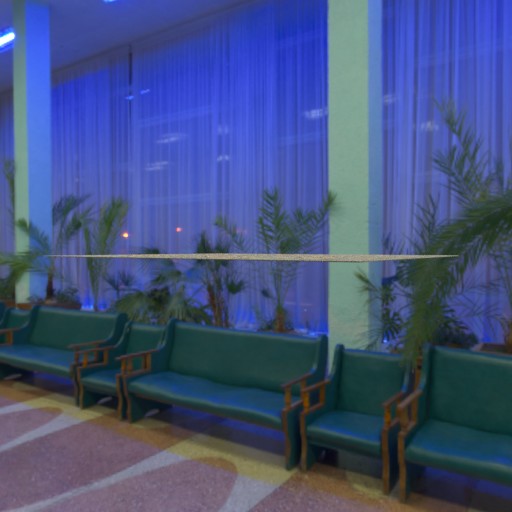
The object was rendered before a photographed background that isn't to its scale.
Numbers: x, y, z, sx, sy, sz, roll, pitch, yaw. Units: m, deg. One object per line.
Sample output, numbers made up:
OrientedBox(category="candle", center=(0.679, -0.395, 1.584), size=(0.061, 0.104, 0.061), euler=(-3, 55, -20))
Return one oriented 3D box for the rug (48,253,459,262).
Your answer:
OrientedBox(category="rug", center=(0.000, 0.000, 4.131), size=(3.035, 0.008, 2.425), euler=(1, 1, 36))
